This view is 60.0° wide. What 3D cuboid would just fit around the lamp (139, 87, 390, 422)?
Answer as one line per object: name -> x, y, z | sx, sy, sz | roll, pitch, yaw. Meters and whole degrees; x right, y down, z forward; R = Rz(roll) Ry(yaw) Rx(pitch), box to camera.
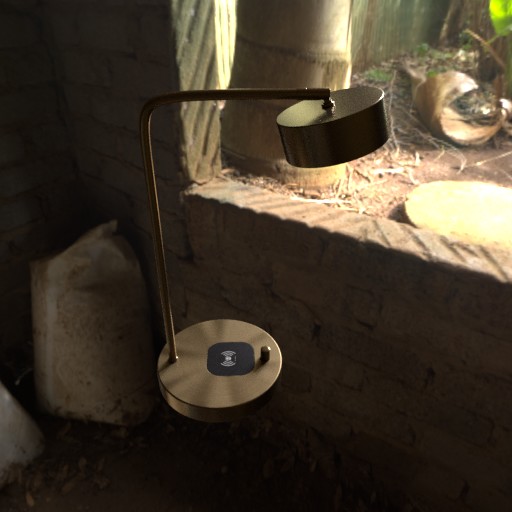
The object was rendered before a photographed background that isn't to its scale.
lamp -> 0.000, 0.000, 0.527 | 0.270, 0.380, 0.171 | -1, 31, -1
